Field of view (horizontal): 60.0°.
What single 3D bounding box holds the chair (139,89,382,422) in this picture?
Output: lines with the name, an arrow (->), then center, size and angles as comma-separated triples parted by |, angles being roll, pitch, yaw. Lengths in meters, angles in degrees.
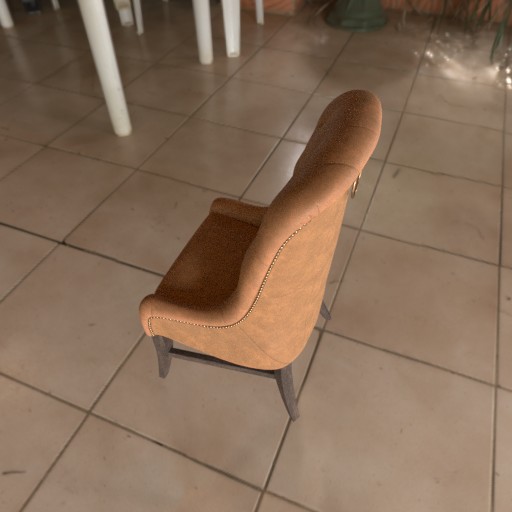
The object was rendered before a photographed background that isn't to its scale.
chair -> 0.000, 0.000, 1.517 | 0.629, 1.091, 0.634 | 16, 48, 14
